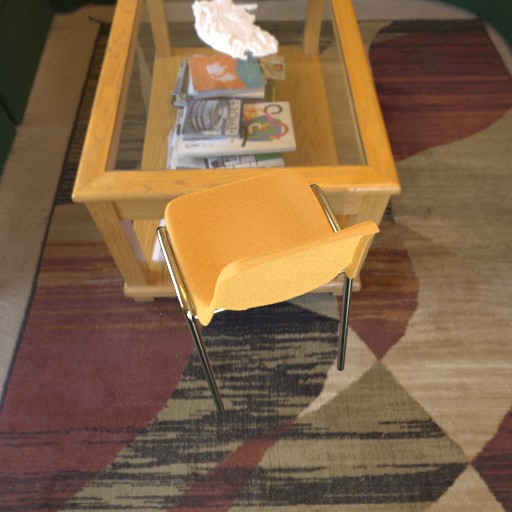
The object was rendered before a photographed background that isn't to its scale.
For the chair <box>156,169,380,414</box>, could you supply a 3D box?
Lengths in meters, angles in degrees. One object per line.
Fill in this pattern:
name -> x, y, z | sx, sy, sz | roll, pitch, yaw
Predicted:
chair -> 0.000, 0.000, 0.970 | 0.381, 0.704, 0.436 | -17, 60, -10
